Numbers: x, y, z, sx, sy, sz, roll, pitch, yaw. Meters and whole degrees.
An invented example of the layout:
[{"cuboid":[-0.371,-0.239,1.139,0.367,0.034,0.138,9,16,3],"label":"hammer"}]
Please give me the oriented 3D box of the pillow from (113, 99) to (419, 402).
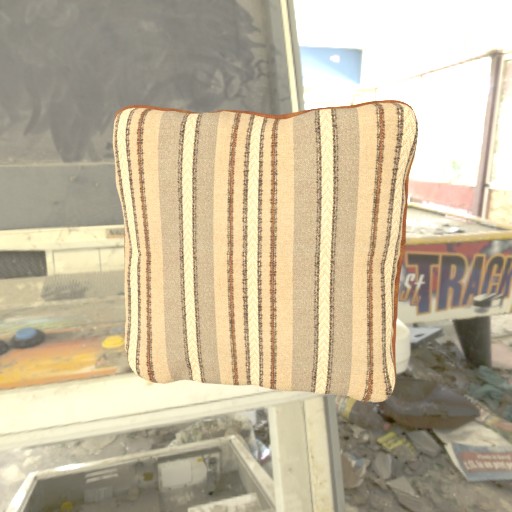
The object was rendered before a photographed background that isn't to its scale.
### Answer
[{"cuboid":[0.000,0.000,0.741,0.489,0.490,0.130,2,13,10],"label":"pillow"}]
